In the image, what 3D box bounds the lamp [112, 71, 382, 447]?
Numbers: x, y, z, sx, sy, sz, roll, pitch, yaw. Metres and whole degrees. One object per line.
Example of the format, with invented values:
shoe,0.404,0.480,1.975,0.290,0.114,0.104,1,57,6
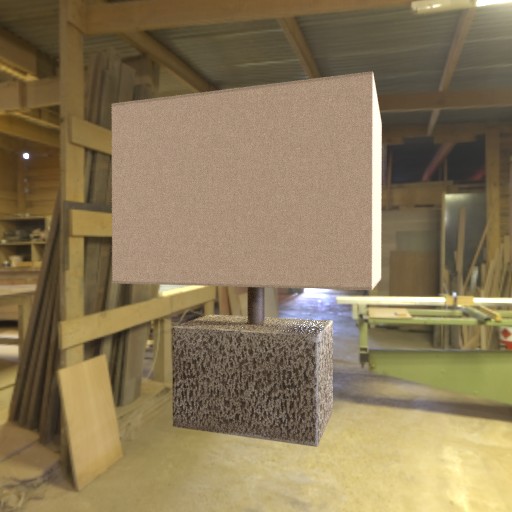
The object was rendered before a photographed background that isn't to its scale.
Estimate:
lamp,0.000,0.000,0.555,0.294,0.411,0.180,0,1,18
